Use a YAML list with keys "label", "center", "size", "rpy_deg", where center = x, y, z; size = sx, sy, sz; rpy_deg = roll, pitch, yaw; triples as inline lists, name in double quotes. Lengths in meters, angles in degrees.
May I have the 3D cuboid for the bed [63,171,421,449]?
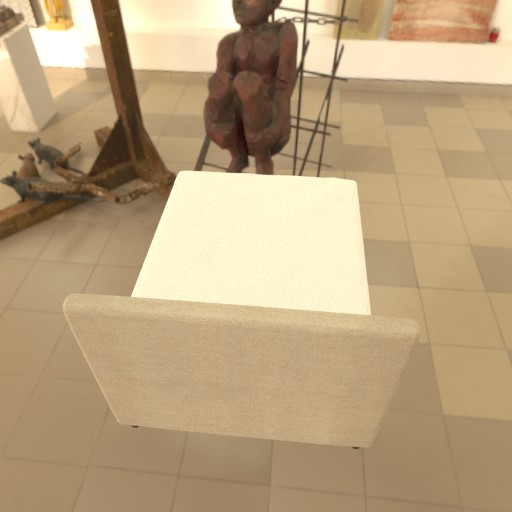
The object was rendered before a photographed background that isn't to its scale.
- label: "bed"
  center: [0.000, 0.000, 3.194]
  size: [1.713, 1.330, 2.162]
  rpy_deg: [4, 45, 4]
